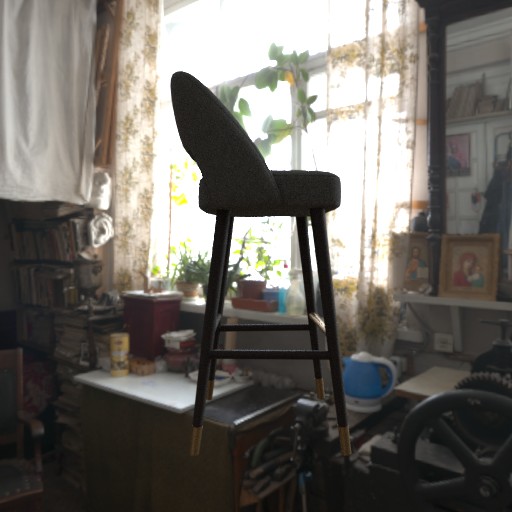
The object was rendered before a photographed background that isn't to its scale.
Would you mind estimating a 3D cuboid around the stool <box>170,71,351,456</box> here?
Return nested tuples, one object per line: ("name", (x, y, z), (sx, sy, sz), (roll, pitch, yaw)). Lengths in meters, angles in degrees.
("stool", (0.000, 0.000, 1.434), (0.524, 1.089, 0.536), (0, 2, -1))
